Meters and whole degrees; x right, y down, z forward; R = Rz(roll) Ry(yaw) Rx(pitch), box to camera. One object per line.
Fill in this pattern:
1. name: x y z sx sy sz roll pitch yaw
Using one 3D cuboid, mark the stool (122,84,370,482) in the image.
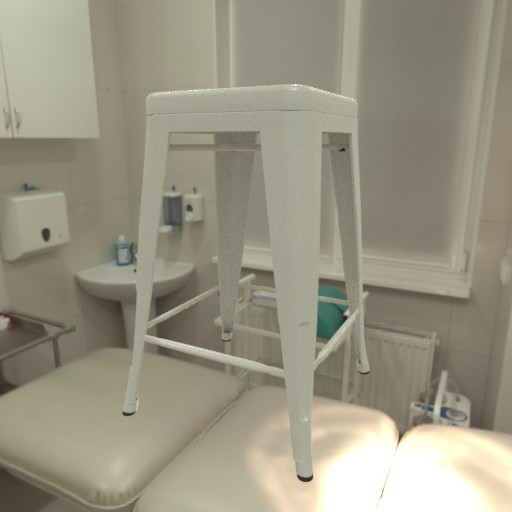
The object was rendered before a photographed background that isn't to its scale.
1. stool: 0.000 0.000 0.895 0.406 0.610 0.406 8 16 27
